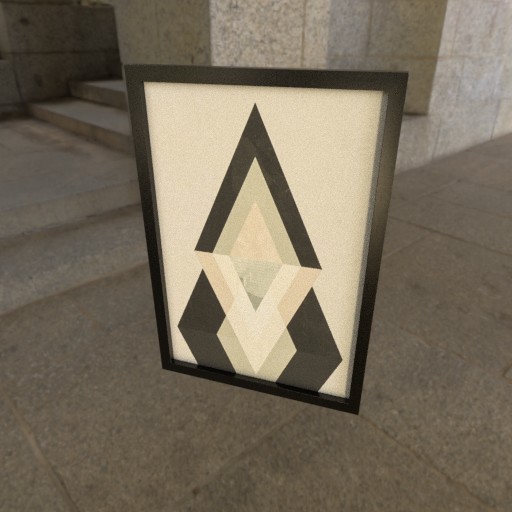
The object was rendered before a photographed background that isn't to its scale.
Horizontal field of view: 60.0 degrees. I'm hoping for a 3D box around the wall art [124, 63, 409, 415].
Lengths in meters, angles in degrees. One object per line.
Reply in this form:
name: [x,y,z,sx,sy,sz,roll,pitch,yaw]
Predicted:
wall art: [0.000,0.000,0.580,0.314,0.455,0.019,8,29,16]
